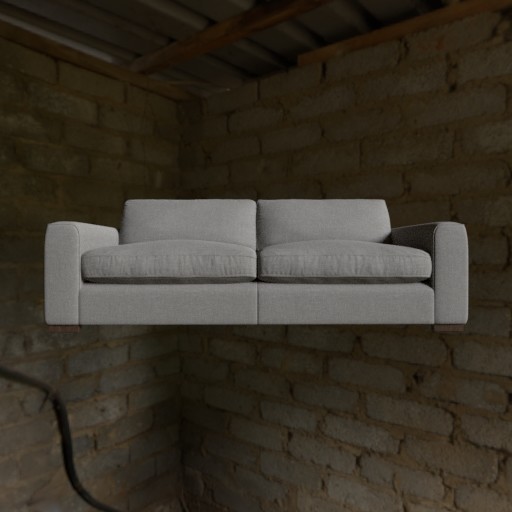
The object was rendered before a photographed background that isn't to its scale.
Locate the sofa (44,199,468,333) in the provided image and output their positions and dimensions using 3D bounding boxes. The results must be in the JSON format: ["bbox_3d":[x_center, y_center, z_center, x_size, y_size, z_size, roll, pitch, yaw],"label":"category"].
[{"bbox_3d":[0.000,0.000,2.834,2.262,0.801,1.070,0,1,-1],"label":"sofa"}]
